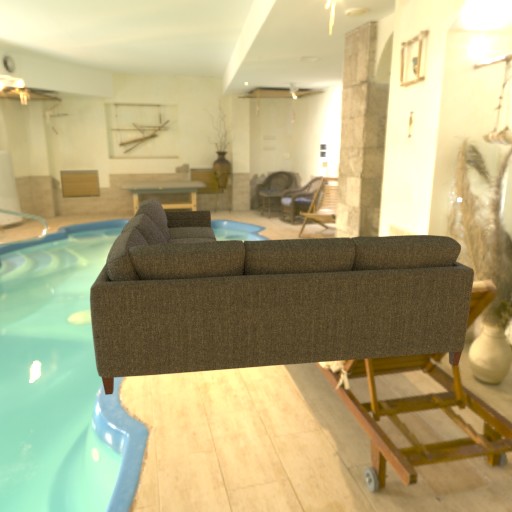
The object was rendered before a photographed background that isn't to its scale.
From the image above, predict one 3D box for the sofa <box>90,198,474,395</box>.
[{"bbox_3d":[0.000,0.000,4.471,2.593,0.947,3.302,-2,14,-9],"label":"sofa"}]
